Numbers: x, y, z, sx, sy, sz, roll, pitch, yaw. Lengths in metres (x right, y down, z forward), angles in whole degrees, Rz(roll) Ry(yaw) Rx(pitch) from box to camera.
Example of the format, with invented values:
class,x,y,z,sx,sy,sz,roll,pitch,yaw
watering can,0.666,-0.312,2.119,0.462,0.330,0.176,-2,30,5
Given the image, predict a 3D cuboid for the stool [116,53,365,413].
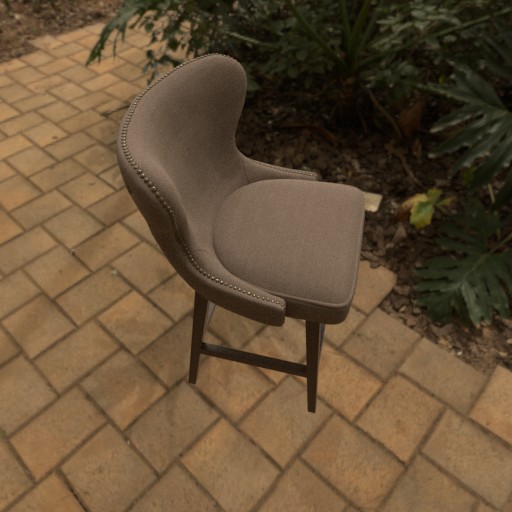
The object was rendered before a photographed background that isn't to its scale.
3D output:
class,x,y,z,sx,sy,sz,roll,pitch,yaw
stool,0.000,0.000,1.346,0.597,0.972,0.615,10,48,9
